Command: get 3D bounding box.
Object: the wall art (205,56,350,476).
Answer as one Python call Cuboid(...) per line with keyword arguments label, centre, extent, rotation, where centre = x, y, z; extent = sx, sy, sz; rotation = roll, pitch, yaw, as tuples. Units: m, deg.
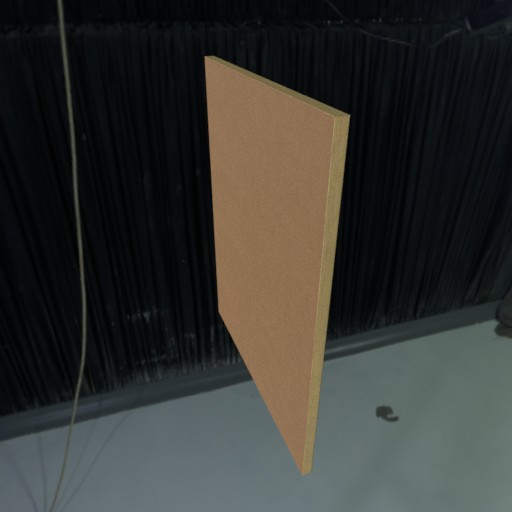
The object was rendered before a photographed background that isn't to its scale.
Cuboid(label="wall art", centre=(0.000, 0.000, 1.321), extent=(0.030, 1.002, 0.798), rotation=(-11, 33, -18))
